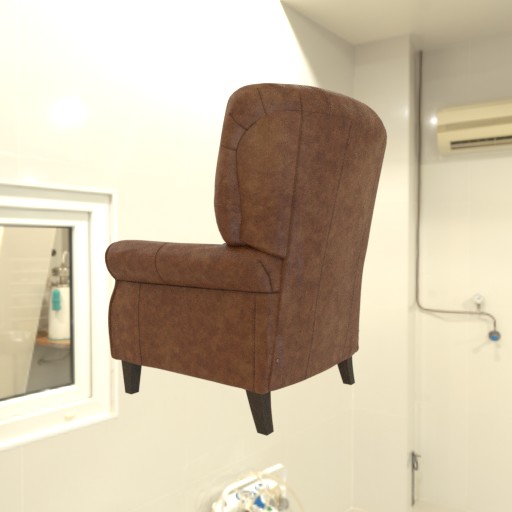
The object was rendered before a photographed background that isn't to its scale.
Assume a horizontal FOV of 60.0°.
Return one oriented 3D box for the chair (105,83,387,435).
[{"bbox_3d":[0.000,0.000,1.901,1.059,1.164,0.951,1,1,36],"label":"chair"}]
